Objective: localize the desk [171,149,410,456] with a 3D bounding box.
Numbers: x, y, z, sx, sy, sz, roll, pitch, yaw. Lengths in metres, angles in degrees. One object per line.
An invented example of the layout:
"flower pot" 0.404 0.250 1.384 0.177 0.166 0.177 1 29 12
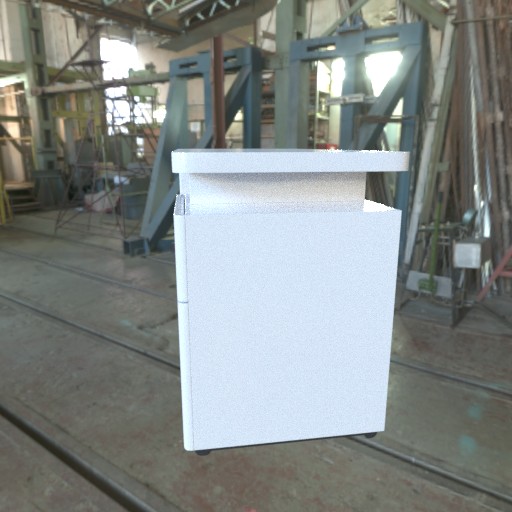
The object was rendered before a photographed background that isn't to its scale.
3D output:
"desk" 0.000 0.000 1.631 0.550 0.760 1.200 -2 14 -9
